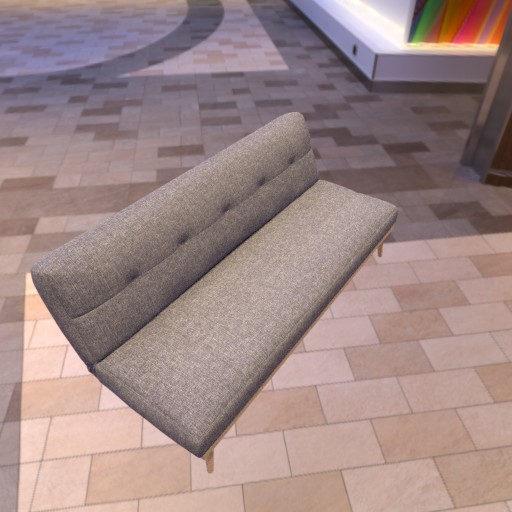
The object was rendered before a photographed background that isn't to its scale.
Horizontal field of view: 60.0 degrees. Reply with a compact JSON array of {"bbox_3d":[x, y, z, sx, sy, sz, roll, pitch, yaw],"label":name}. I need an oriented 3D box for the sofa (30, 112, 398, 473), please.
[{"bbox_3d":[0.000,0.000,2.235,0.820,0.770,1.820,25,46,27],"label":"sofa"}]
